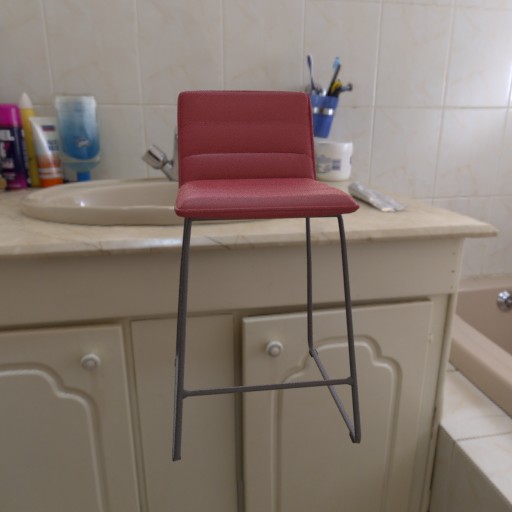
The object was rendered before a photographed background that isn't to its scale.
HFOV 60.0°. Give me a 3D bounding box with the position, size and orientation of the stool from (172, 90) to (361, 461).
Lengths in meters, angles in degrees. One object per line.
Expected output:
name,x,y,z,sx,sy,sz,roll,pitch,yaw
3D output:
stool,0.000,0.000,1.187,0.489,0.866,0.524,-2,17,-7
